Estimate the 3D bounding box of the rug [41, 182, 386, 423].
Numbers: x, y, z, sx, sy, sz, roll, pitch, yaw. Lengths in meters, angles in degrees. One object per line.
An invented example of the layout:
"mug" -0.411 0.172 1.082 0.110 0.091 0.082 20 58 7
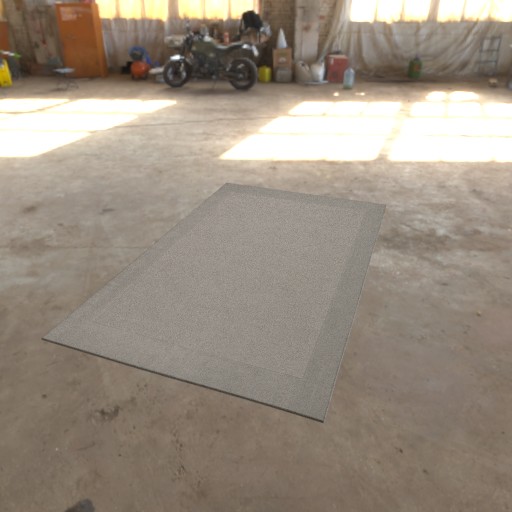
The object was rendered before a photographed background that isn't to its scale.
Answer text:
"rug" 0.000 0.000 3.100 1.524 0.014 2.438 11 32 18
